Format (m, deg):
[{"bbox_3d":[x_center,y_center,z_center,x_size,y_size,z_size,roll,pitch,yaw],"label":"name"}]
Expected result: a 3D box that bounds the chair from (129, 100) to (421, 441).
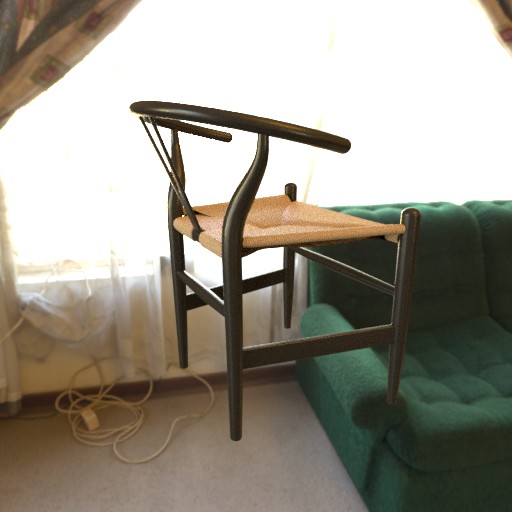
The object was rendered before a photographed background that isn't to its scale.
[{"bbox_3d":[0.000,0.000,1.133,0.570,0.739,0.570,-9,19,-27],"label":"chair"}]
